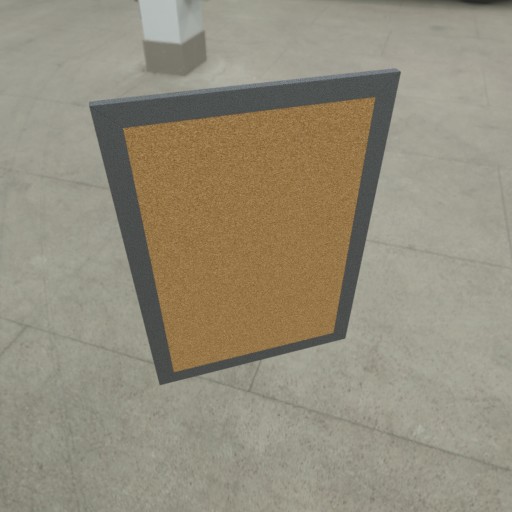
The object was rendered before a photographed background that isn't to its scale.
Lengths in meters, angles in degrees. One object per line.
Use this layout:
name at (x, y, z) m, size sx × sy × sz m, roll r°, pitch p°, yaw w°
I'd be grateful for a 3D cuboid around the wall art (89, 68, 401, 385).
wall art at (0.000, 0.000, 0.698) m, size 0.380 × 0.534 × 0.013 m, roll -11°, pitch 42°, yaw -13°
